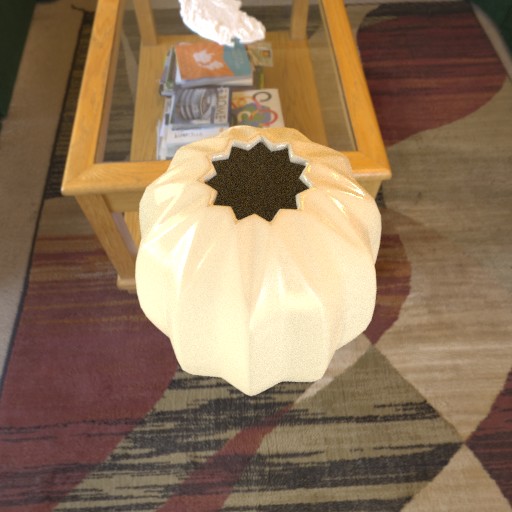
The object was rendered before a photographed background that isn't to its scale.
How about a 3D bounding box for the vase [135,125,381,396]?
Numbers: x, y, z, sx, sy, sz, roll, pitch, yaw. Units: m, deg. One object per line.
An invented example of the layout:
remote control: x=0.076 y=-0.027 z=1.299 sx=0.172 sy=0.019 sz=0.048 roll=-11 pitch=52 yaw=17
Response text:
vase: x=0.000 y=0.000 z=0.247 sx=0.139 sy=0.134 sz=0.139 roll=0 pitch=60 yaw=0
